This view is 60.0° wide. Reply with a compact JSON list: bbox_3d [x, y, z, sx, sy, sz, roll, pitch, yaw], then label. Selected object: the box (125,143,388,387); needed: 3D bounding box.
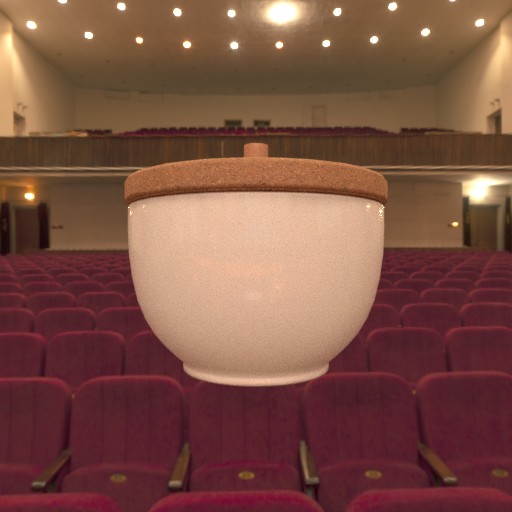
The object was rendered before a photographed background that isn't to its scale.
[{"bbox_3d":[0.000,0.000,0.188,0.107,0.094,0.107,0,0,0],"label":"box"}]
